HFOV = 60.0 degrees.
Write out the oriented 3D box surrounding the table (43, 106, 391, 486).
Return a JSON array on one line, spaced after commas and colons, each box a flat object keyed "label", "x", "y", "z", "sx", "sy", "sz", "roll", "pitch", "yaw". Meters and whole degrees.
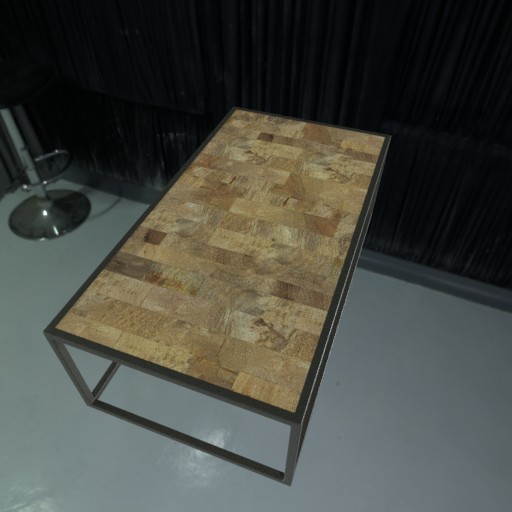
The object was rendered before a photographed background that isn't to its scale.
[{"label": "table", "x": 0.000, "y": 0.000, "z": 1.519, "sx": 0.649, "sy": 0.398, "sz": 1.199, "roll": 15, "pitch": 48, "yaw": 14}]
